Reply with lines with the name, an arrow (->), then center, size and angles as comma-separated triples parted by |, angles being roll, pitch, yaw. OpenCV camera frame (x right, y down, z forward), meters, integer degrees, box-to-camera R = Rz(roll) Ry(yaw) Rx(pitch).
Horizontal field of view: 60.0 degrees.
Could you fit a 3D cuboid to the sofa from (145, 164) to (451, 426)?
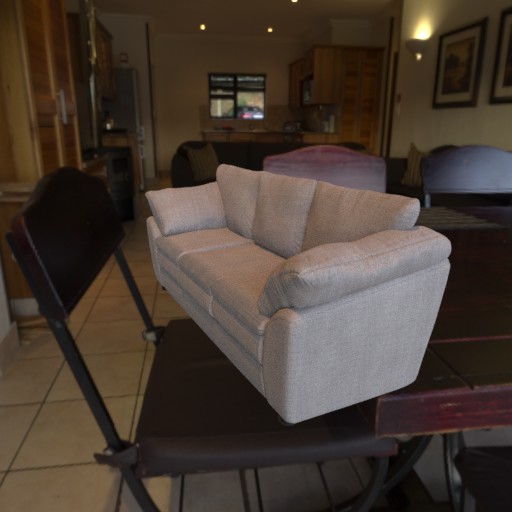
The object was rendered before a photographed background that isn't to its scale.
sofa -> 0.000, 0.000, 2.833 | 0.878, 0.996, 2.334 | -8, 18, -26
